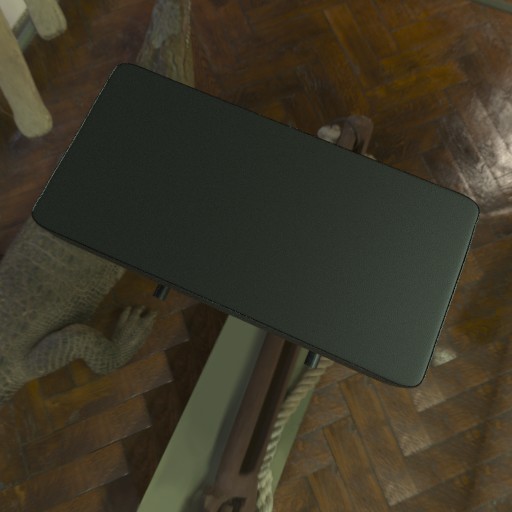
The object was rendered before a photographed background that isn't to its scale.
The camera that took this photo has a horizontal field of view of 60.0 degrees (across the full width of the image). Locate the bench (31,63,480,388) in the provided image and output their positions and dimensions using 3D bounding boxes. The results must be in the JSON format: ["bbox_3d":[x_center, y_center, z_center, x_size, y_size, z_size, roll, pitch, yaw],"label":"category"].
[{"bbox_3d":[0.000,0.000,0.912,0.600,0.561,0.300,23,78,5],"label":"bench"}]
